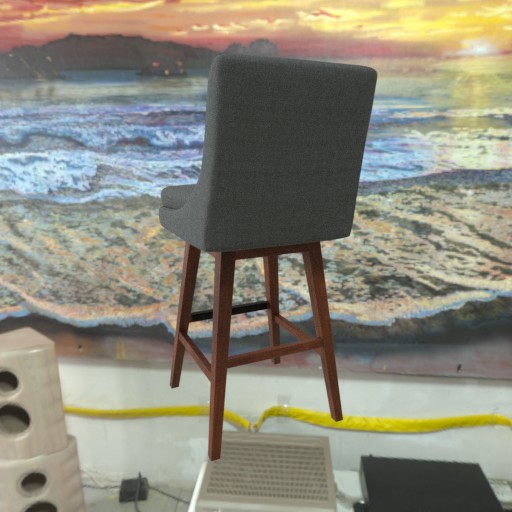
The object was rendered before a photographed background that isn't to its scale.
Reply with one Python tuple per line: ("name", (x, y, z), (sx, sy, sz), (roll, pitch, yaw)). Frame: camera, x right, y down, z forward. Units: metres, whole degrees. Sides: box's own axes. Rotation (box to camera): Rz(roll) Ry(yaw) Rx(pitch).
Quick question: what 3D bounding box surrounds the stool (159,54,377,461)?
("stool", (0.000, 0.000, 1.276), (0.447, 0.977, 0.524), (-7, 16, -25))
